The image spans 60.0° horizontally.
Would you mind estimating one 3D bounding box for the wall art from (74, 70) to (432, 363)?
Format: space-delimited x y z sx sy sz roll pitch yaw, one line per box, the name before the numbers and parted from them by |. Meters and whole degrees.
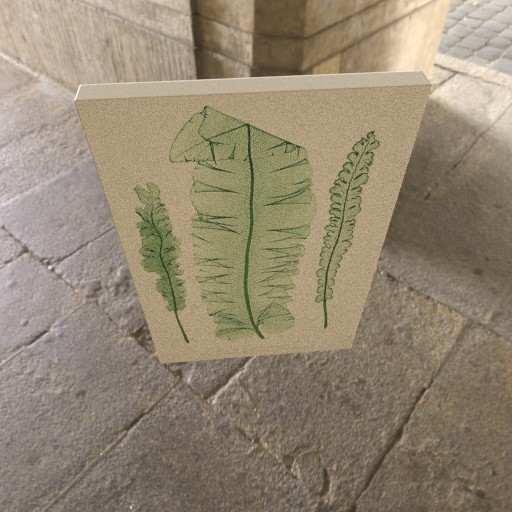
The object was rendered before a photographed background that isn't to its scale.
wall art | 0.000 0.000 0.754 0.418 0.608 0.038 -4 48 -3
